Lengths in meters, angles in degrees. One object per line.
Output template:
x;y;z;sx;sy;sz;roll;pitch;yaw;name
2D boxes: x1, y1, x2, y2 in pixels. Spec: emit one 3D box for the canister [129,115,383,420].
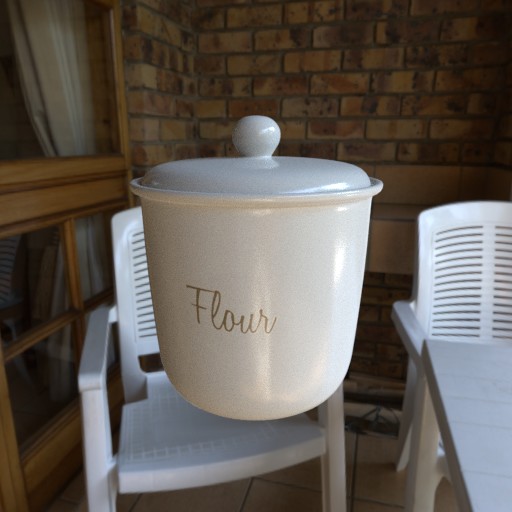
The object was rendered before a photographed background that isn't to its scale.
0.000;0.000;0.344;0.182;0.208;0.182;0;15;0;canister
